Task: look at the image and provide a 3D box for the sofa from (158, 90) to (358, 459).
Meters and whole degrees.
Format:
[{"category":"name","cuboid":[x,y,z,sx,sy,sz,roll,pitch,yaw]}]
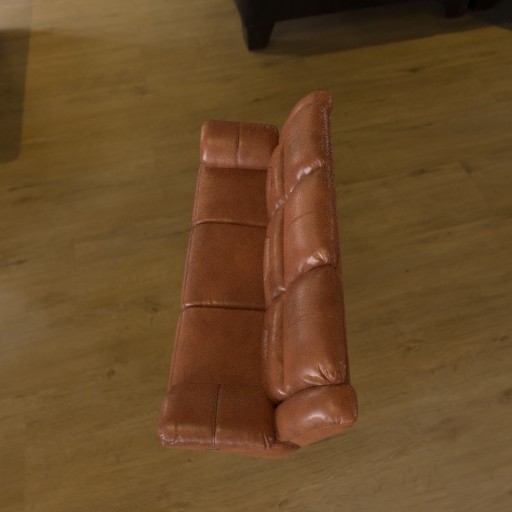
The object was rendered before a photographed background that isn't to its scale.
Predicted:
[{"category":"sofa","cuboid":[0.000,0.000,2.878,0.991,1.043,2.337,2,58,1]}]
